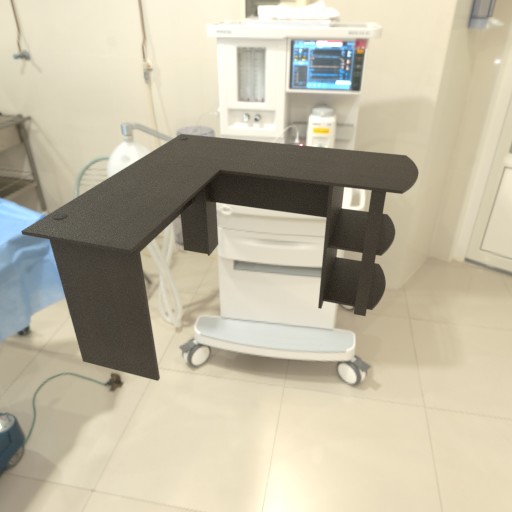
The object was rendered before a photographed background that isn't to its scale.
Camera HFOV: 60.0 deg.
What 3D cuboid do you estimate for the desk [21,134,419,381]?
[{"bbox_3d":[0.000,0.000,2.136,1.361,0.716,1.303,9,32,15],"label":"desk"}]
